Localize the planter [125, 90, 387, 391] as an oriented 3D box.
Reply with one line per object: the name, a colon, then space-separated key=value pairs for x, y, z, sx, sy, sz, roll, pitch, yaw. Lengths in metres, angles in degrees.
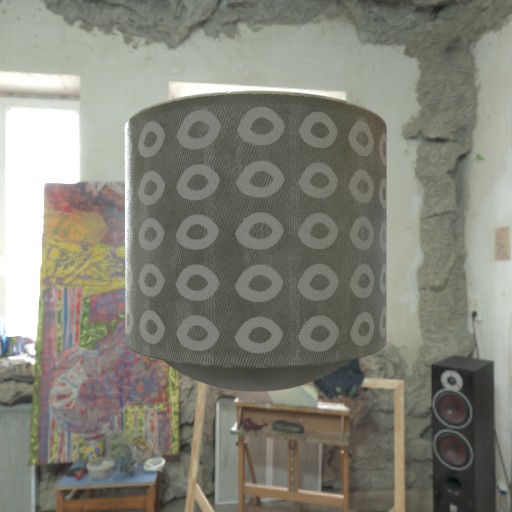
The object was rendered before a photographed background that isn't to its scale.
planter: x=0.000 y=0.000 z=0.442 sx=0.250 sy=0.239 sz=0.250 roll=0 pitch=0 yaw=0
